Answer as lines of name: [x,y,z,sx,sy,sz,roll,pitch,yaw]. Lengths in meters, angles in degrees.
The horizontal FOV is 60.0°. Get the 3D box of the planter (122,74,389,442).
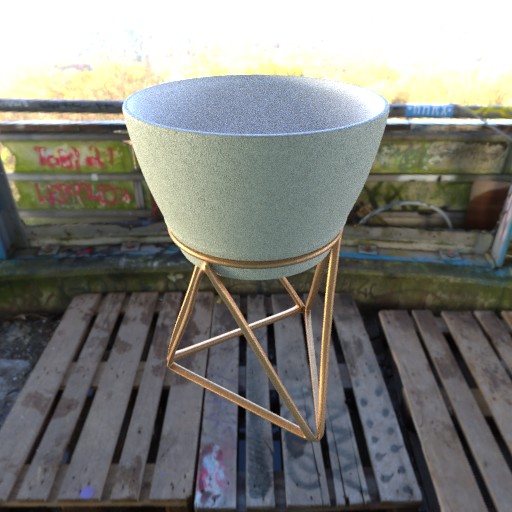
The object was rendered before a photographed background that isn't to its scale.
planter: [0.000,0.000,0.731,0.350,0.504,0.350,1,32,1]
